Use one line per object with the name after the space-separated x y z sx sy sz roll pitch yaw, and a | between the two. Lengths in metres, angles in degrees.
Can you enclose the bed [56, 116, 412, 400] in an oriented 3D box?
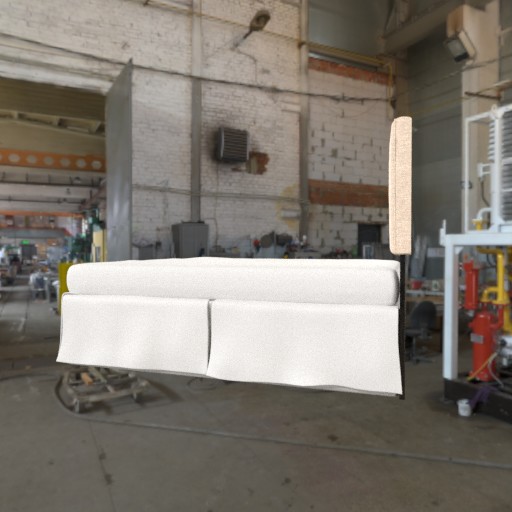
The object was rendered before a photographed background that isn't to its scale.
0.000 0.000 3.025 1.978 1.270 1.643 0 1 19 | bed
